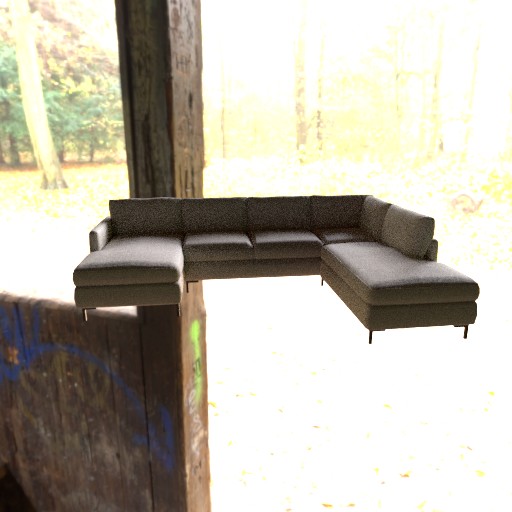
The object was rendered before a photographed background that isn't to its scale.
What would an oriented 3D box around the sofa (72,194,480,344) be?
[{"bbox_3d":[0.000,0.000,3.593,2.737,0.756,1.879,-2,16,-7],"label":"sofa"}]
